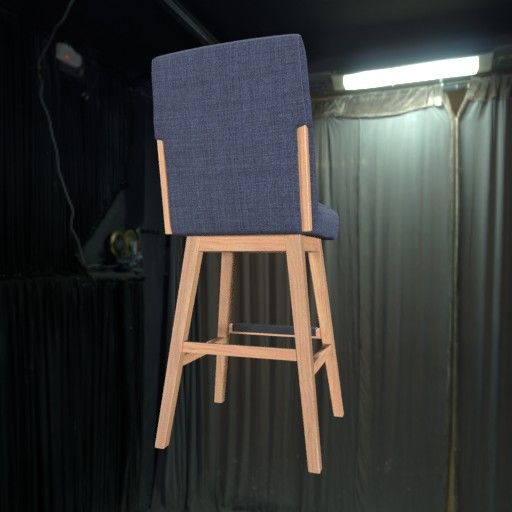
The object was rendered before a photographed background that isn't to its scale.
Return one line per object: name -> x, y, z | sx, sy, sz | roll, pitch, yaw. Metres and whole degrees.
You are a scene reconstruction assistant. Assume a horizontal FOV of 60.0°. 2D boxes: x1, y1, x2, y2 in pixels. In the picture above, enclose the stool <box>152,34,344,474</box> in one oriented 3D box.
stool -> 0.000, 0.000, 1.398 | 0.483, 1.112, 0.570 | 0, 0, 19
